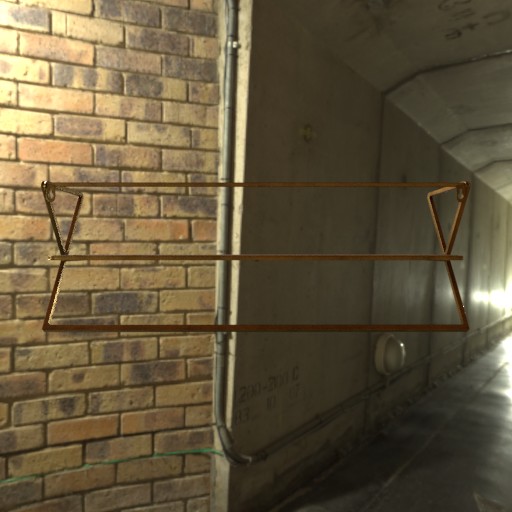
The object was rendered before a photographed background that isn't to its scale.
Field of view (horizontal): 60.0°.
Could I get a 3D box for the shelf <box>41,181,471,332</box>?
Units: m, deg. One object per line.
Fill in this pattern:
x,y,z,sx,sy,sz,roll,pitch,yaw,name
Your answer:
0.000,0.000,0.740,0.645,0.229,0.150,0,1,0,shelf
